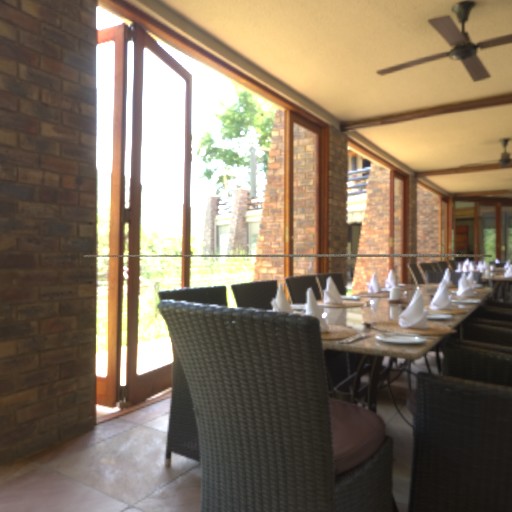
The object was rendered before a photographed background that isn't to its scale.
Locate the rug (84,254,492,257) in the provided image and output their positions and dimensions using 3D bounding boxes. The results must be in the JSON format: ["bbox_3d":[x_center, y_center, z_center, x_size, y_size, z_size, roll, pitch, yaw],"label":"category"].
[{"bbox_3d":[0.000,0.000,2.674,2.435,0.011,0.750,0,0,36],"label":"rug"}]
